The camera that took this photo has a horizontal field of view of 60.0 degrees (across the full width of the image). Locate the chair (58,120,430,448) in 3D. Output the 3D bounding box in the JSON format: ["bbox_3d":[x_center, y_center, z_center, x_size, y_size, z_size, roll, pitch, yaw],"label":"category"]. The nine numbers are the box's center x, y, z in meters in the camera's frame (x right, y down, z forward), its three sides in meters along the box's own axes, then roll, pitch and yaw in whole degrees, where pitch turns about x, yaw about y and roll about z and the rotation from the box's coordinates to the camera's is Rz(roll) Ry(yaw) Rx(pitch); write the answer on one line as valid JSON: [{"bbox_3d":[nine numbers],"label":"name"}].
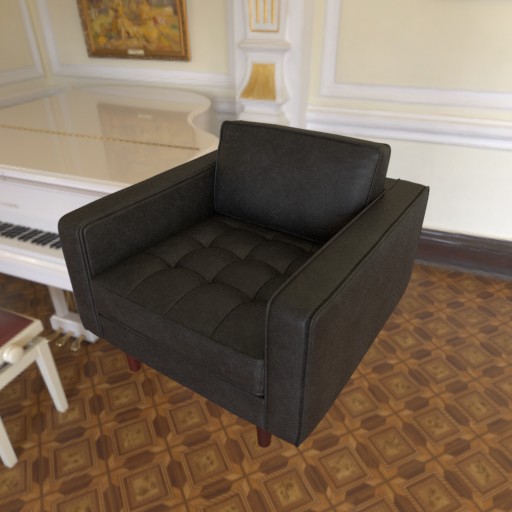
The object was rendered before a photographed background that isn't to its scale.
[{"bbox_3d":[0.000,0.000,1.534,0.889,0.763,0.914,19,36,28],"label":"chair"}]
